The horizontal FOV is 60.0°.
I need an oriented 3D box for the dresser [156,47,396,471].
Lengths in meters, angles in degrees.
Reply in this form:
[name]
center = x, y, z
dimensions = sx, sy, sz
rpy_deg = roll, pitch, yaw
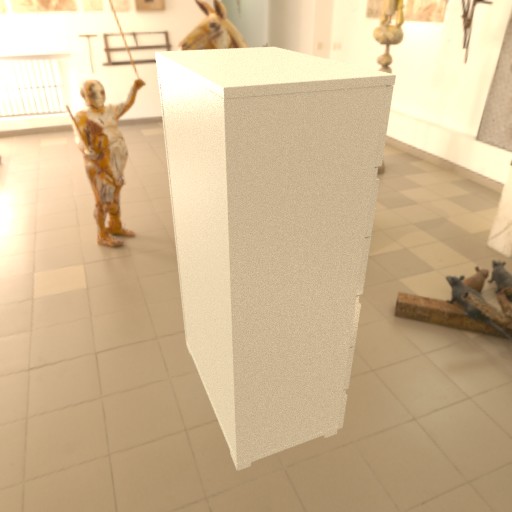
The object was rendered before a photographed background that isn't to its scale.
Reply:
[dresser]
center = 0.000, 0.000, 1.469
dimensions = 0.400, 1.190, 0.650
rpy_deg = -12, 33, -19
